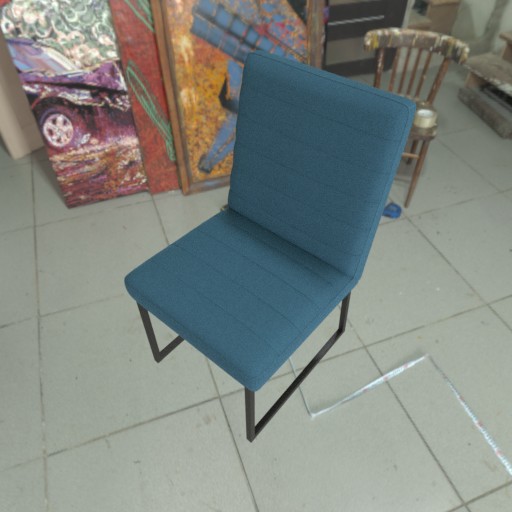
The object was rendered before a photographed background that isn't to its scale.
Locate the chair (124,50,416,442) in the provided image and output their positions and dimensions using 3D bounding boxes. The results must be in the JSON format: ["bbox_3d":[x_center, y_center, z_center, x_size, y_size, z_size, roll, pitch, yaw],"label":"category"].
[{"bbox_3d":[0.000,0.000,1.335,0.520,0.930,0.634,31,54,27],"label":"chair"}]
